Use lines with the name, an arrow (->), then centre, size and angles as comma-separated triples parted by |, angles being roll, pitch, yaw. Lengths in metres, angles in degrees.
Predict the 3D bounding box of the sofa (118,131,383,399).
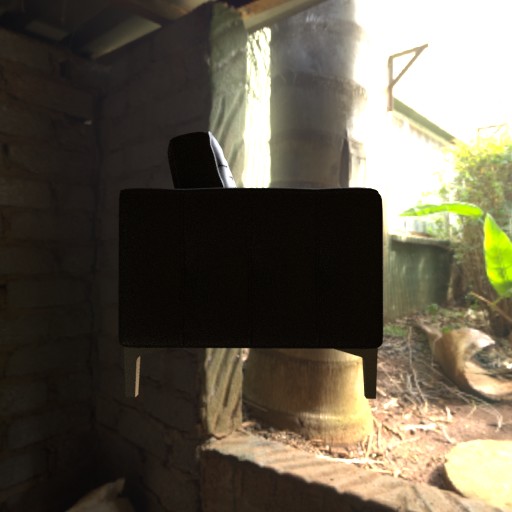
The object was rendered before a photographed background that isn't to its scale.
sofa -> 0.000, 0.000, 2.188 | 0.833, 0.893, 1.726 | 0, -1, 1
